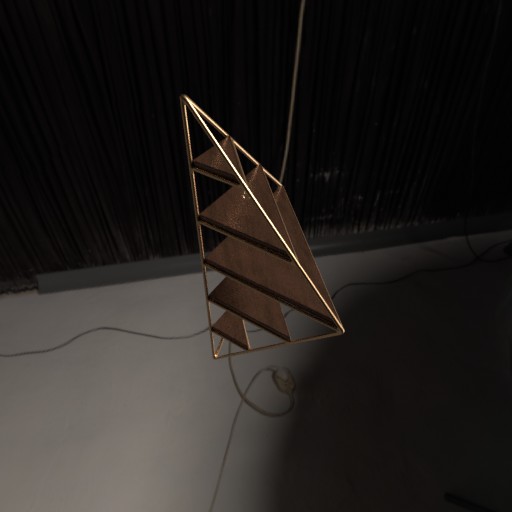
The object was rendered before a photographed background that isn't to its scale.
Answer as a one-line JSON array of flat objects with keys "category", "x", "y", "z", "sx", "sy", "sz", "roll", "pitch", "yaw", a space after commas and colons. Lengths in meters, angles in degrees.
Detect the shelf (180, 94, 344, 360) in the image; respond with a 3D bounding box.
[{"category": "shelf", "x": 0.000, "y": 0.000, "z": 1.177, "sx": 0.294, "sy": 0.913, "sz": 0.564, "roll": -8, "pitch": 46, "yaw": -8}]
